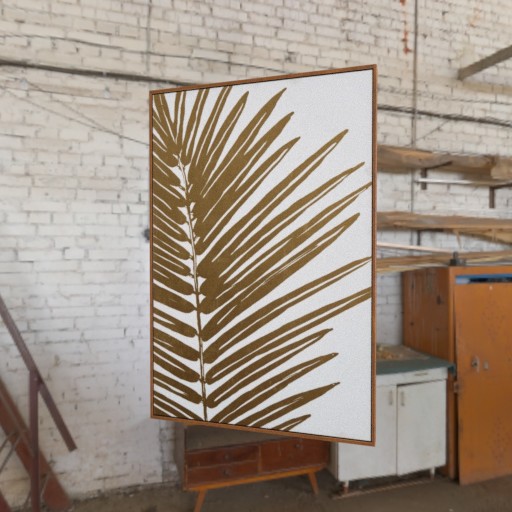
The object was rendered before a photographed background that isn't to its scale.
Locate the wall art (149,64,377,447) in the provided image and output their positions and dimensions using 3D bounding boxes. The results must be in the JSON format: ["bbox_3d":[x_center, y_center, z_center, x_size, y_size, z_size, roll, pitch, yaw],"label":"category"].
[{"bbox_3d":[0.000,0.000,1.164,0.610,0.914,0.037,0,1,17],"label":"wall art"}]
